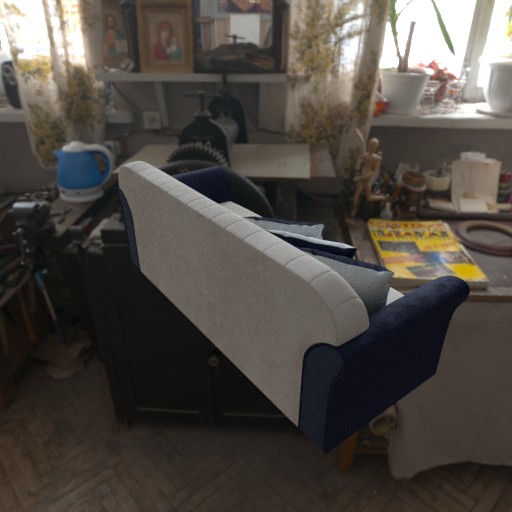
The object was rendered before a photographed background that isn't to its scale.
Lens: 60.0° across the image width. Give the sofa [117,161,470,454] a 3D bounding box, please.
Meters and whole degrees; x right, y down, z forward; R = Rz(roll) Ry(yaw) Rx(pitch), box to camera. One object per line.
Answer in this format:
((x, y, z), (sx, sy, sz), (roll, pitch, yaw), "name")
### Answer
((0.000, 0.000, 2.435), (0.749, 0.789, 2.006), (-20, 35, -31), "sofa")
